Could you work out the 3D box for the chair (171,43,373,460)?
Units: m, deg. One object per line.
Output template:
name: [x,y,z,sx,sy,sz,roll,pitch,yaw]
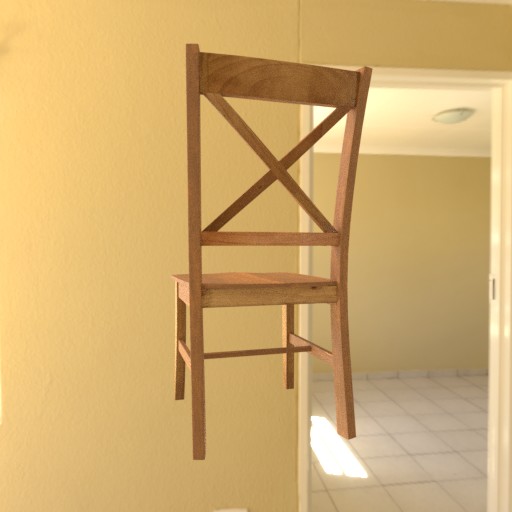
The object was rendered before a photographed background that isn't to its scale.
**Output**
chair: [0.000,0.000,1.328,0.485,0.983,0.542,0,1,-17]
